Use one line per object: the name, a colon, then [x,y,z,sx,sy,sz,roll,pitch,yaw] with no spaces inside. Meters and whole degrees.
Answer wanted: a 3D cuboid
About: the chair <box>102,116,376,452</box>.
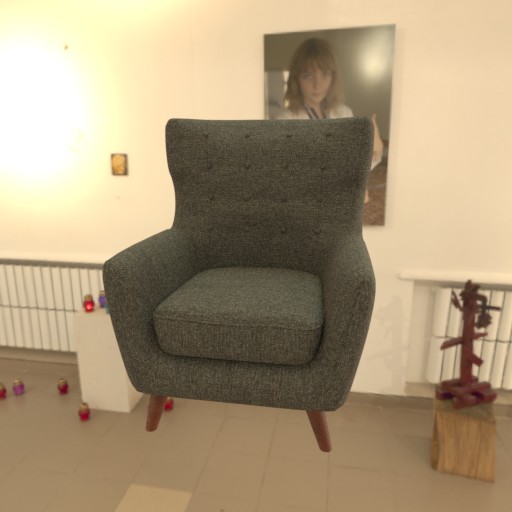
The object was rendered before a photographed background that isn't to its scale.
chair: [0.000,0.000,1.729,0.878,1.063,0.904,2,14,10]
